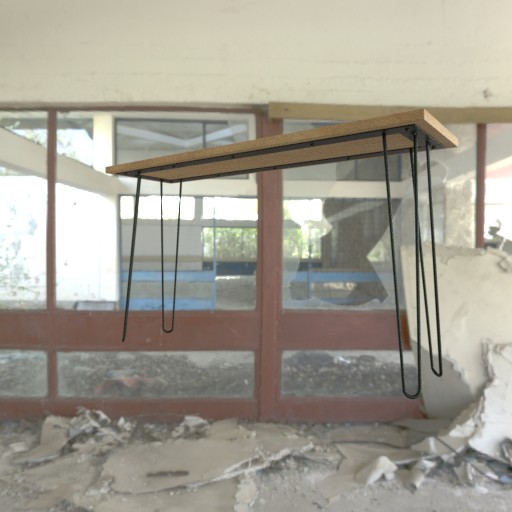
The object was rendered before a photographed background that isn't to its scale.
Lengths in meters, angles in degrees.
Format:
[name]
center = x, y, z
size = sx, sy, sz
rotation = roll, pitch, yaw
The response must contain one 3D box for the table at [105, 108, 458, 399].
[table]
center = 0.000, 0.000, 1.755
size = 1.400, 0.799, 0.399
rotation = 1, 1, 36
